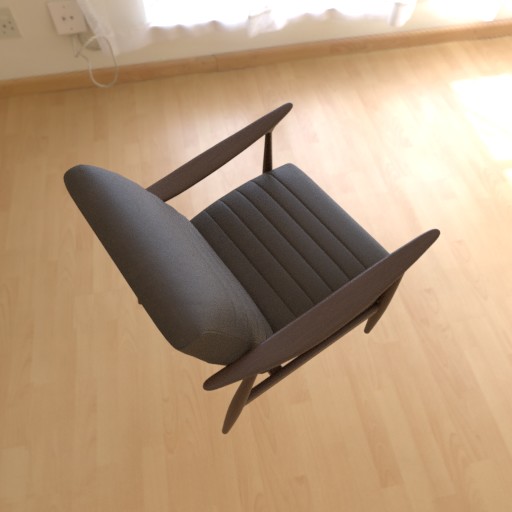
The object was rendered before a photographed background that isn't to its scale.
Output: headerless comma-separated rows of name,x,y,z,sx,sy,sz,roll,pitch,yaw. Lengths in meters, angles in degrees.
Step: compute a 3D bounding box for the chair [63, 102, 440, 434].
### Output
chair,0.000,0.000,1.425,0.798,0.831,0.741,-32,64,-18
